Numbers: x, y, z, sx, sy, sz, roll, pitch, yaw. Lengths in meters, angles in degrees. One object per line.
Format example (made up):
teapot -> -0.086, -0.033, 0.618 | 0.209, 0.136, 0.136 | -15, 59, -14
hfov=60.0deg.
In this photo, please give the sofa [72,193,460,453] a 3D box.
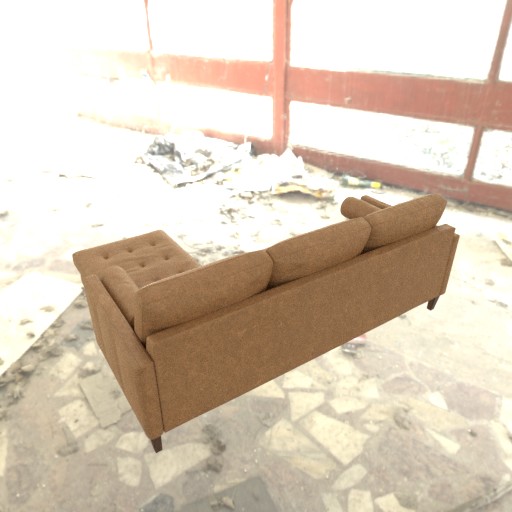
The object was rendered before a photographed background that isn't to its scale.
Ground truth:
sofa -> 0.000, 0.000, 2.947 | 2.178, 0.876, 1.506 | -18, 35, -29
